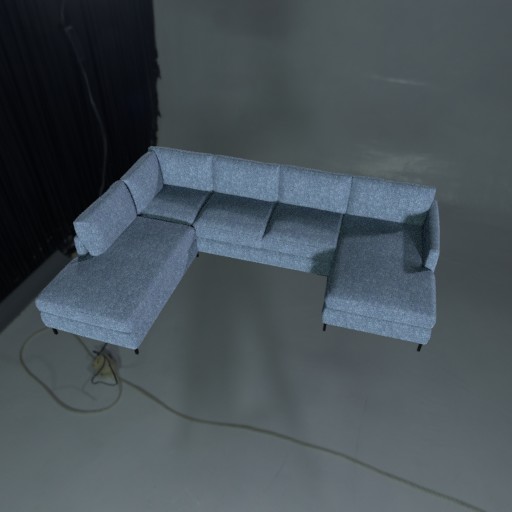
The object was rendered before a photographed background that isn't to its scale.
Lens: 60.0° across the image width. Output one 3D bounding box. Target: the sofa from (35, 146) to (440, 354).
[{"bbox_3d":[0.000,0.000,3.501,2.737,0.756,1.879,11,42,12],"label":"sofa"}]
